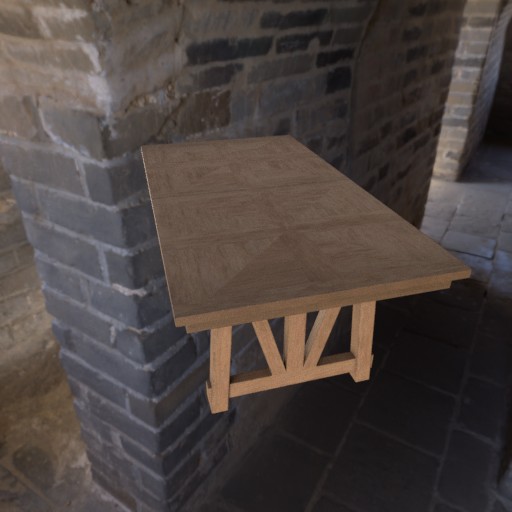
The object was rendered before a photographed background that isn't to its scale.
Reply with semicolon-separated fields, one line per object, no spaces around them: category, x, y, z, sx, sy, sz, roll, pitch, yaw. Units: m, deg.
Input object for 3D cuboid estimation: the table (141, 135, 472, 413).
table;0.000;0.000;2.380;1.016;0.768;1.881;-8;30;-14
